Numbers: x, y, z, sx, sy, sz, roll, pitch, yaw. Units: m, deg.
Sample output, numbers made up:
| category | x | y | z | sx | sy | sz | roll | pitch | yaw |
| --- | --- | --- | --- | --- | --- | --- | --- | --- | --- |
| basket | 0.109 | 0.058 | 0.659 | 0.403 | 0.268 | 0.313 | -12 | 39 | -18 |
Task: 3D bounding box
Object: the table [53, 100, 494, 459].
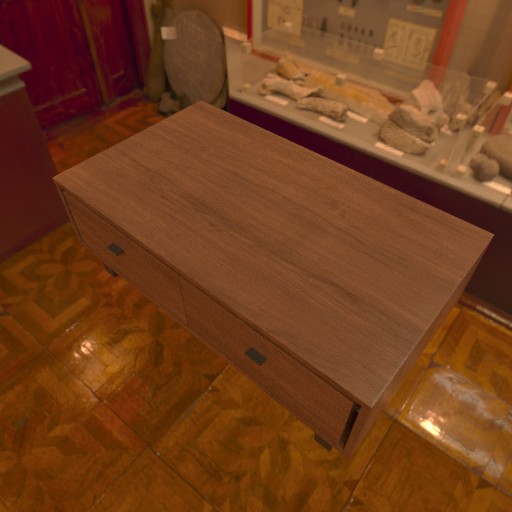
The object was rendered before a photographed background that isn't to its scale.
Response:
| category | x | y | z | sx | sy | sz | roll | pitch | yaw |
| --- | --- | --- | --- | --- | --- | --- | --- | --- | --- |
| table | 0.000 | 0.000 | 1.294 | 1.020 | 0.380 | 0.600 | 32 | 55 | 26 |
